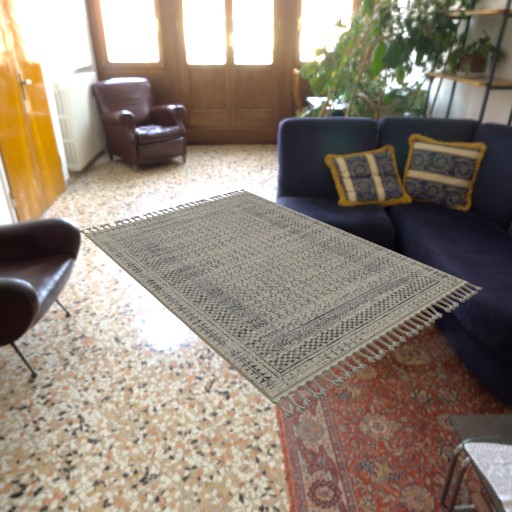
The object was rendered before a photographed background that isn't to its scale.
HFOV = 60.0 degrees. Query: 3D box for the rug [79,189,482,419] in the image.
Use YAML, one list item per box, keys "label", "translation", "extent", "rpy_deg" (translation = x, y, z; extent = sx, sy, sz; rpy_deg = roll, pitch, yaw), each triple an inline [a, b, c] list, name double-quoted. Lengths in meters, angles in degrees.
- label: "rug"
  translation: [0.000, 0.000, 2.353]
  extent: [1.243, 0.013, 1.872]
  rpy_deg: [-20, 33, -34]
